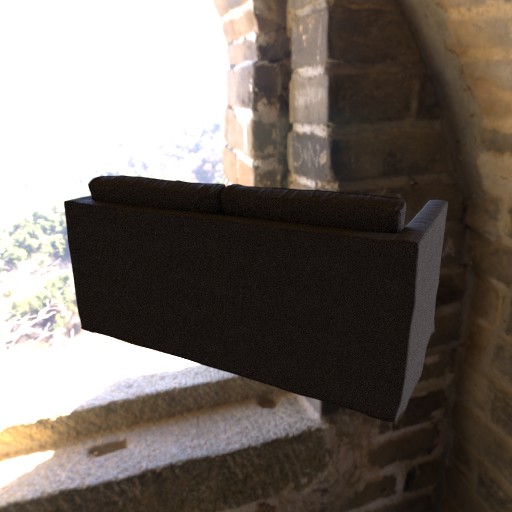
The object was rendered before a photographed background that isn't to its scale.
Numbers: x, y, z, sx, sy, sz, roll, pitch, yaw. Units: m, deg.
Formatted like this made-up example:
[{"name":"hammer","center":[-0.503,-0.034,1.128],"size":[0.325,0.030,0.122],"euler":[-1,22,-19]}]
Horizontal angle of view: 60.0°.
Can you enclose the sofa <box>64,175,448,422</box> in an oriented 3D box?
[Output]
[{"name":"sofa","center":[0.000,0.000,2.381],"size":[1.802,0.854,0.974],"euler":[9,19,27]}]
